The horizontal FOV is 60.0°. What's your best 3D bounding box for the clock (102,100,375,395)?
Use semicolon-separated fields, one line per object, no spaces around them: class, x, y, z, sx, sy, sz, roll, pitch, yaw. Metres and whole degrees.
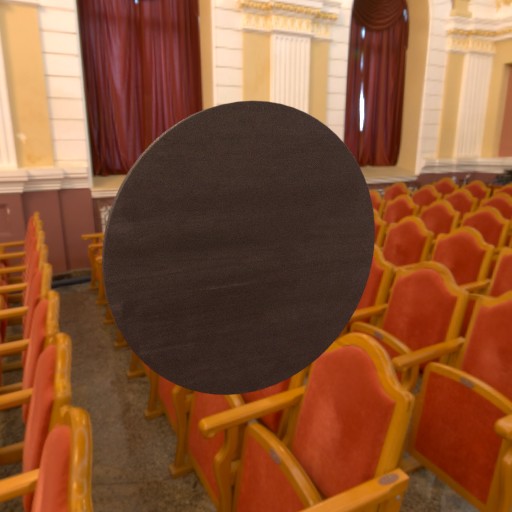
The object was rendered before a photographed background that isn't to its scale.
clock;0.000;0.000;0.900;0.595;0.595;0.029;-7;16;-26
